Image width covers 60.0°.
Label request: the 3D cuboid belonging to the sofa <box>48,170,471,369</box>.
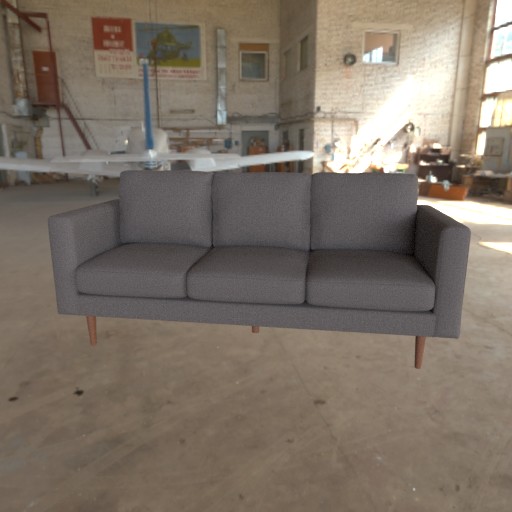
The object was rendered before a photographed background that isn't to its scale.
[{"bbox_3d":[0.000,0.000,2.487,2.029,0.912,0.802,2,14,9],"label":"sofa"}]
